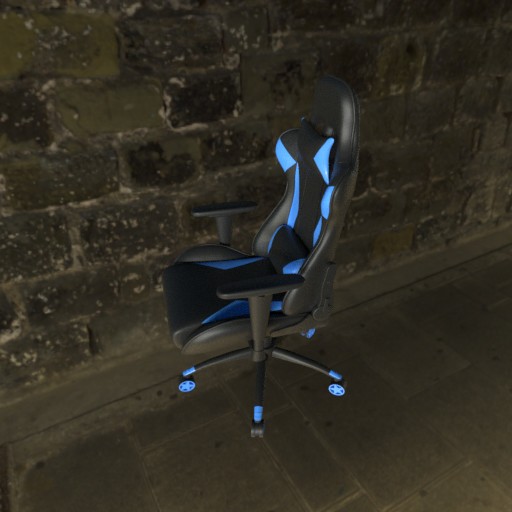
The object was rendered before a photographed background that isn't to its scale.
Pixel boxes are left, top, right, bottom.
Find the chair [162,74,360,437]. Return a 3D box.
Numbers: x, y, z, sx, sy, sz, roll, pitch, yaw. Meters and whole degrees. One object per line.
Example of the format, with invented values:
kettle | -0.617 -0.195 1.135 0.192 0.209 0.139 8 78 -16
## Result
chair | 0.000 0.000 1.716 0.730 1.282 0.695 -8 32 -13
